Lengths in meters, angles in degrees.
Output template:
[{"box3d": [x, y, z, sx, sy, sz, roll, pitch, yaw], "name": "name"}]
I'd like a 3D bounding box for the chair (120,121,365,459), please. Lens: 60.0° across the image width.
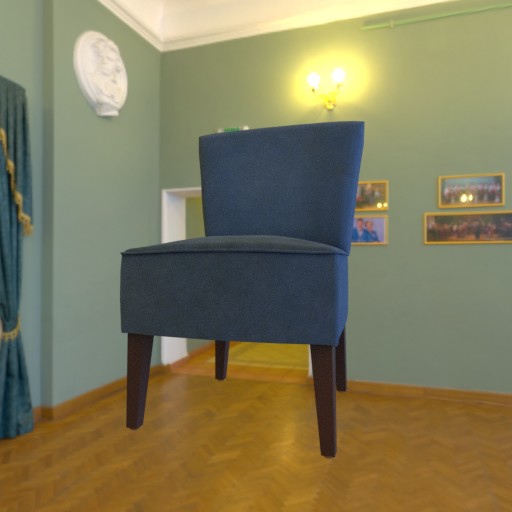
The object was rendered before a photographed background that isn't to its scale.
[{"box3d": [0.000, 0.000, 1.162, 0.521, 0.806, 0.551, 0, 0, 18], "name": "chair"}]
